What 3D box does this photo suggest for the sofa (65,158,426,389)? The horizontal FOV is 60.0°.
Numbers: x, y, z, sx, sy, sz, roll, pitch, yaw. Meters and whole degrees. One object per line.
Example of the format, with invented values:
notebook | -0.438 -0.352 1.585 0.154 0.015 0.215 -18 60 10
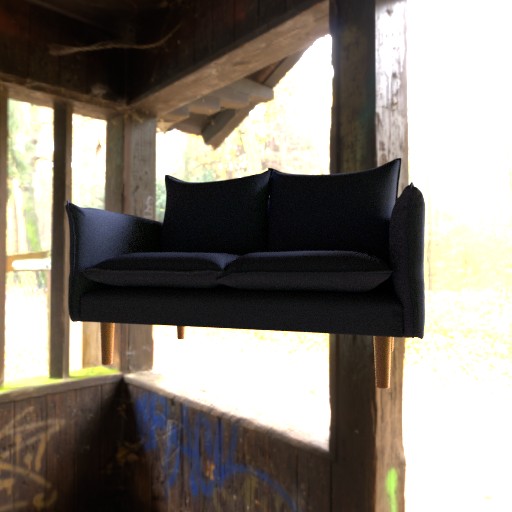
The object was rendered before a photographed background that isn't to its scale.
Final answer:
sofa | 0.000 0.000 1.832 1.300 0.840 0.820 0 -1 18
